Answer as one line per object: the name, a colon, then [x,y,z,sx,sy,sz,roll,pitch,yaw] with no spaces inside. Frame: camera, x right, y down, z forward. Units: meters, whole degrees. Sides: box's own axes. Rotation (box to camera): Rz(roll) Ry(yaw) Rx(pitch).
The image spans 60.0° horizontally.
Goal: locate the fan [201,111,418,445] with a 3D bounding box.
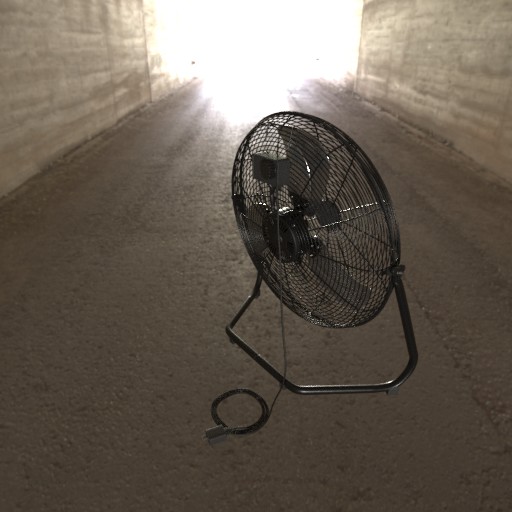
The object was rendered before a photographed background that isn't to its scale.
fan: [0.000,0.000,0.993,0.470,0.605,0.595,-17,31,-32]
